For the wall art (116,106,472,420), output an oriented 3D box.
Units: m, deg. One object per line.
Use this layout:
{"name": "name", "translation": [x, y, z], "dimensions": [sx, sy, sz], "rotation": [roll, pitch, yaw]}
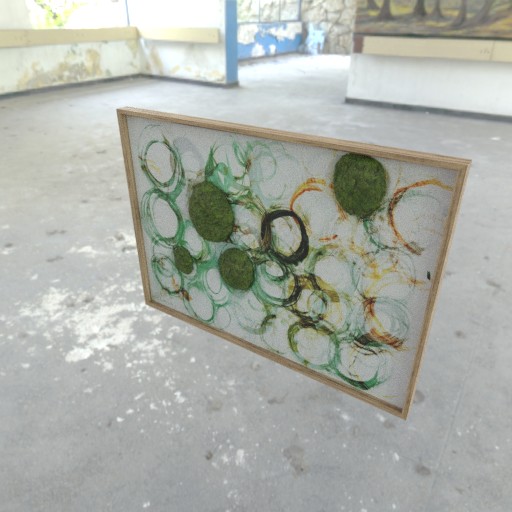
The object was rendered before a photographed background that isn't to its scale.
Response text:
{"name": "wall art", "translation": [0.000, 0.000, 1.084], "dimensions": [0.841, 0.609, 0.063], "rotation": [18, 34, 28]}
